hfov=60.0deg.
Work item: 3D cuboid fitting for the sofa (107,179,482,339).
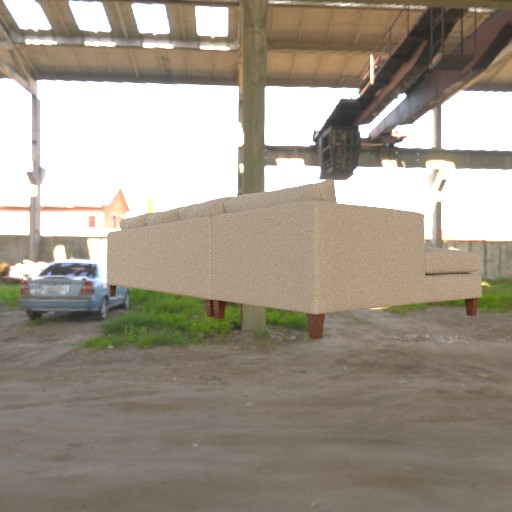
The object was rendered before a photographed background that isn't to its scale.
[{"bbox_3d":[0.000,0.000,3.911,1.625,0.846,3.186,0,0,-36],"label":"sofa"}]
